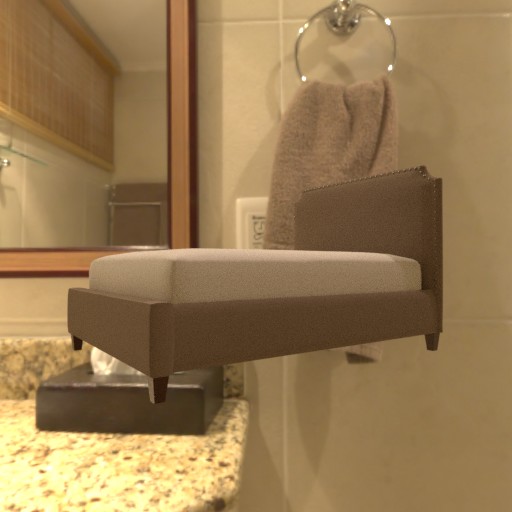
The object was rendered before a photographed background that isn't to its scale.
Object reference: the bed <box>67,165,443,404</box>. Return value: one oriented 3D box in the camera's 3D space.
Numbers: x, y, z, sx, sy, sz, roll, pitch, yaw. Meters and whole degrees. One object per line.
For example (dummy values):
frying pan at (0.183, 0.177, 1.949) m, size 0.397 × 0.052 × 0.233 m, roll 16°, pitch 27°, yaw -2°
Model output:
bed at (0.000, 0.000, 3.415) m, size 2.372 × 1.443 × 1.713 m, roll 1°, pitch -1°, yaw -35°
